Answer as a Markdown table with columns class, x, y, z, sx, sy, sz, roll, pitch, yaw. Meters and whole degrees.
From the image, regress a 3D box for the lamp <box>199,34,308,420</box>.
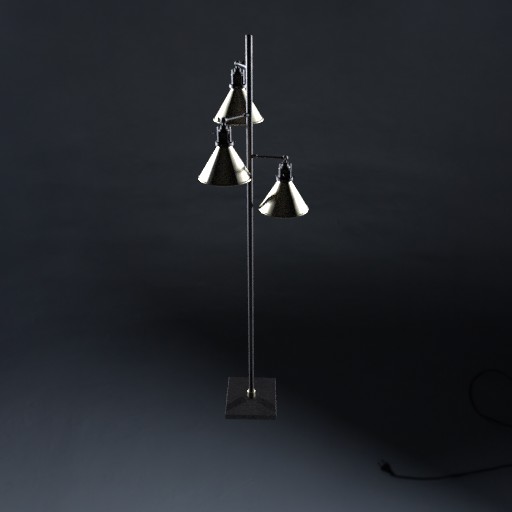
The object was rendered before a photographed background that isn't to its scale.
| class | x | y | z | sx | sy | sz | roll | pitch | yaw |
| --- | --- | --- | --- | --- | --- | --- | --- | --- | --- |
| lamp | 0.000 | 0.000 | 1.915 | 0.415 | 1.716 | 0.428 | 0 | 29 | 1 |
